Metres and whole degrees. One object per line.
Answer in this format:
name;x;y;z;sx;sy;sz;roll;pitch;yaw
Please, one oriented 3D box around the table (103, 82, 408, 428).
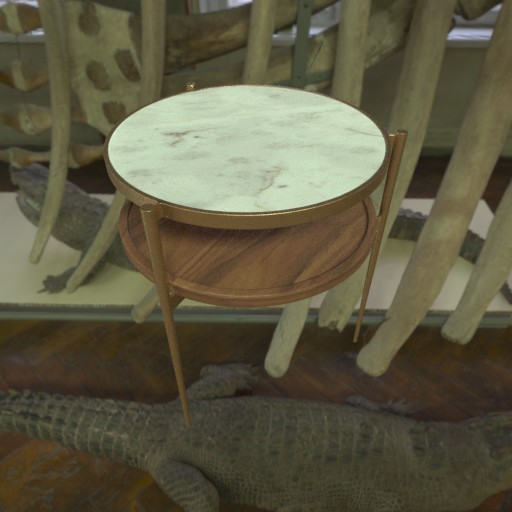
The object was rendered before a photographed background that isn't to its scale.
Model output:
table;0.000;0.000;0.826;0.456;0.493;0.430;0;40;0
